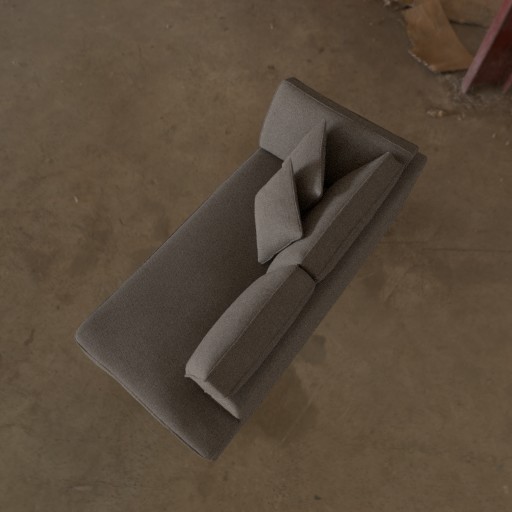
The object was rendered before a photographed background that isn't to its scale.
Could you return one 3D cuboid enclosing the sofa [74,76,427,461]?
[{"bbox_3d":[0.000,0.000,2.856,1.110,1.033,2.237,35,68,16],"label":"sofa"}]
